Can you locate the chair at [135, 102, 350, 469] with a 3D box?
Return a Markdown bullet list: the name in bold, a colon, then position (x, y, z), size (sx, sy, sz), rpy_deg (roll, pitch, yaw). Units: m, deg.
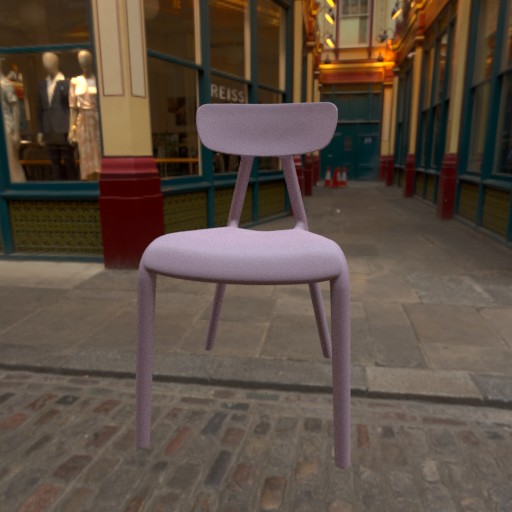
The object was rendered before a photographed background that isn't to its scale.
- **chair**: position (0.000, 0.000, 0.839), size (0.356, 0.580, 0.401), rpy_deg (2, 14, 8)
